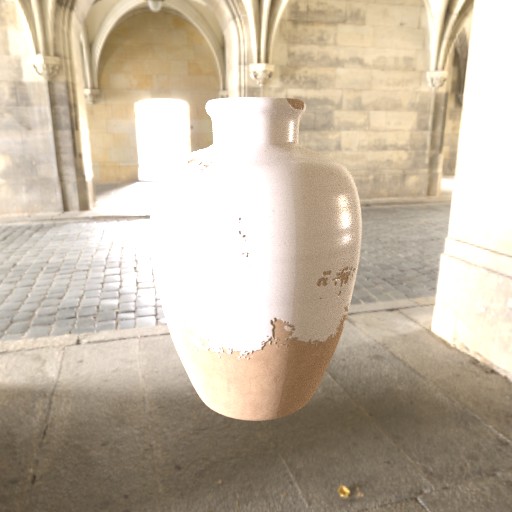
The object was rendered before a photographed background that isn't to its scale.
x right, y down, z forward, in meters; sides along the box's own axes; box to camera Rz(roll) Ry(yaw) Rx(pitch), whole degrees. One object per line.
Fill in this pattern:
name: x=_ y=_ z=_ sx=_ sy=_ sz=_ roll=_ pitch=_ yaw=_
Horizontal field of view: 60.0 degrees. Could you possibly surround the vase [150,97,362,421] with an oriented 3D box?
vase: x=0.000 y=0.000 z=0.345 sx=0.158 sy=0.228 sz=0.158 roll=0 pitch=15 yaw=0
